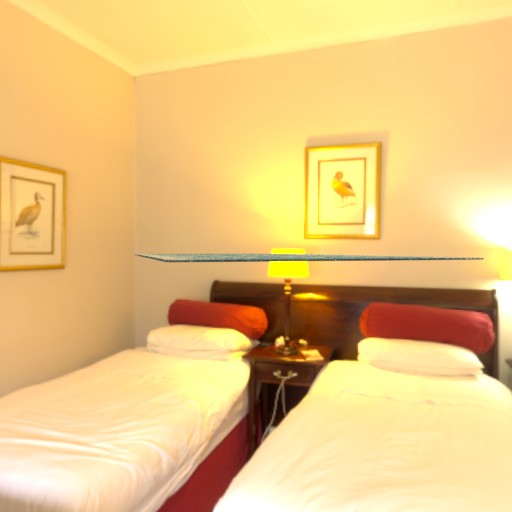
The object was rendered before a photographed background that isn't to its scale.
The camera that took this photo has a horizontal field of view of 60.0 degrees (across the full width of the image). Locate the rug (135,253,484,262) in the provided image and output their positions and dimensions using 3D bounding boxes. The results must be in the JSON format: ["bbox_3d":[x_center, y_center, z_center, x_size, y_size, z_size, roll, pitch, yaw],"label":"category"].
[{"bbox_3d":[0.000,0.000,2.228,1.102,0.008,1.795,0,1,-18],"label":"rug"}]
